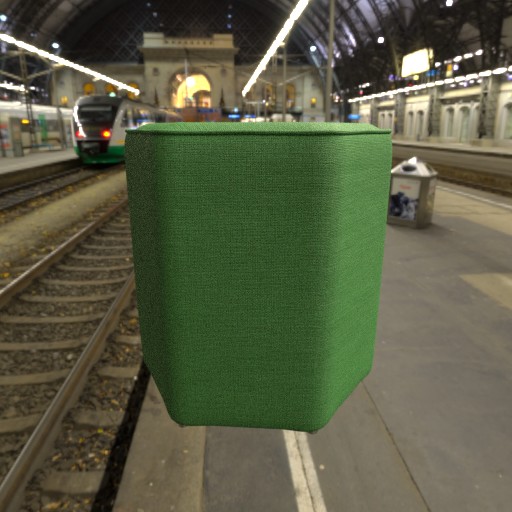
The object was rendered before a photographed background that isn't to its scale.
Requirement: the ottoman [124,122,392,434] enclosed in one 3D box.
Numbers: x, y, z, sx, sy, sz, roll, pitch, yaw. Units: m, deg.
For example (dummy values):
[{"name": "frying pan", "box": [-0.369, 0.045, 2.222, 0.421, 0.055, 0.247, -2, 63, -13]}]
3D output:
[{"name": "ottoman", "box": [0.000, 0.000, 0.883, 0.444, 0.507, 0.499, -8, 18, -24]}]
